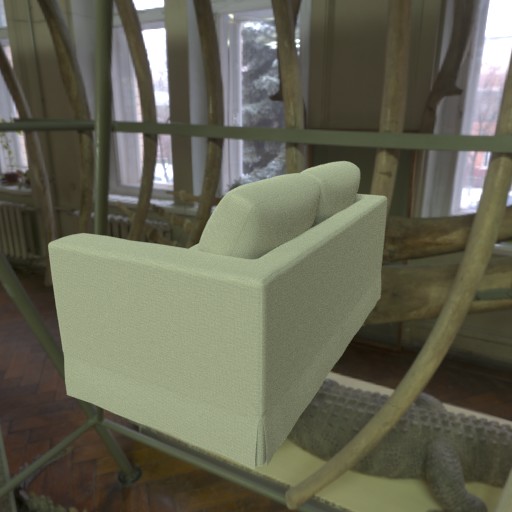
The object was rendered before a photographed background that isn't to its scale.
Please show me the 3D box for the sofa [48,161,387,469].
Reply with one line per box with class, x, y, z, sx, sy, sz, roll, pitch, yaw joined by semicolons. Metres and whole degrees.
sofa;0.000;0.000;2.386;1.009;0.932;1.813;9;19;26
